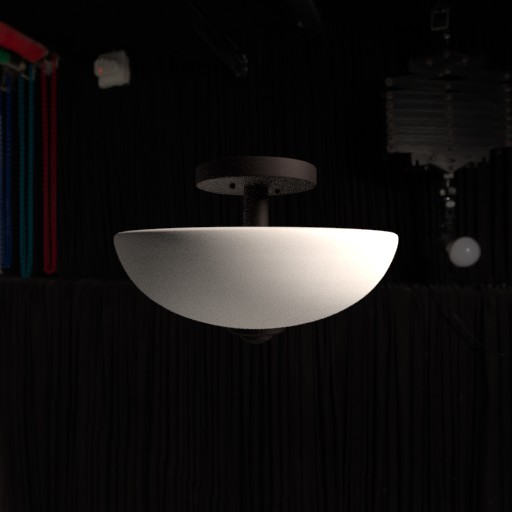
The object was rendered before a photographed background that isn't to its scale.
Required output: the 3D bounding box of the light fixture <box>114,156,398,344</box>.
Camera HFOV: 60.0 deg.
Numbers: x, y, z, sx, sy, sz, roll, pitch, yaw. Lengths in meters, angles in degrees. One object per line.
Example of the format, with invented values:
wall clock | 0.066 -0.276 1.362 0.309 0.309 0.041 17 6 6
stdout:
light fixture | 0.000 0.000 0.542 0.331 0.212 0.331 0 0 0
